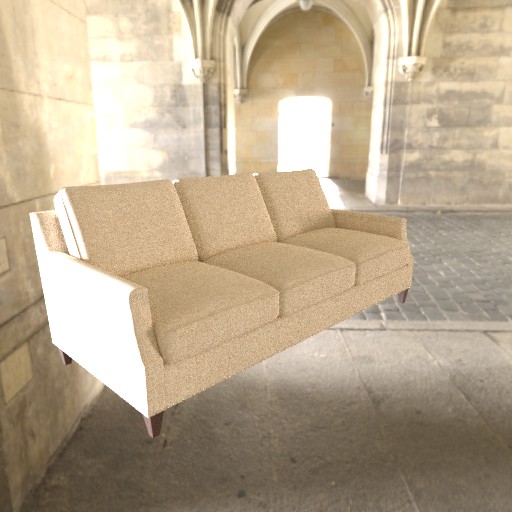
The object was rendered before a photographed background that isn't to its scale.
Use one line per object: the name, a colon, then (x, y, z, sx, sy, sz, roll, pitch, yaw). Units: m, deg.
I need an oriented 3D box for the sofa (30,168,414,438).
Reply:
sofa: (0.000, 0.000, 2.727, 1.041, 0.940, 2.210, 14, 21, 43)
